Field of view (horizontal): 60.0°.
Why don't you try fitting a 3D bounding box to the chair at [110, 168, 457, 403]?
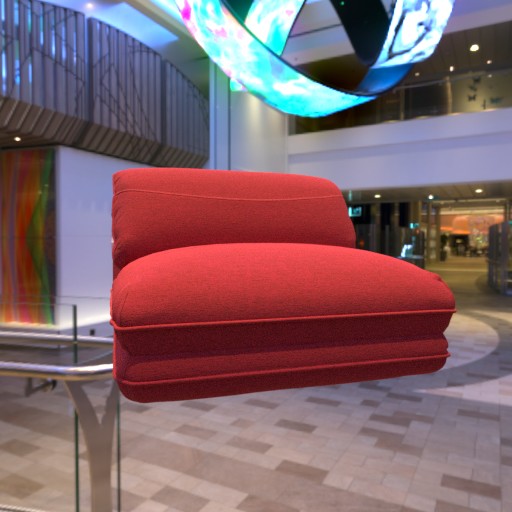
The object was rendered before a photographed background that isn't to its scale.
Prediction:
[{"bbox_3d":[0.000,0.000,1.306,0.820,0.580,0.780,0,2,-17],"label":"chair"}]
